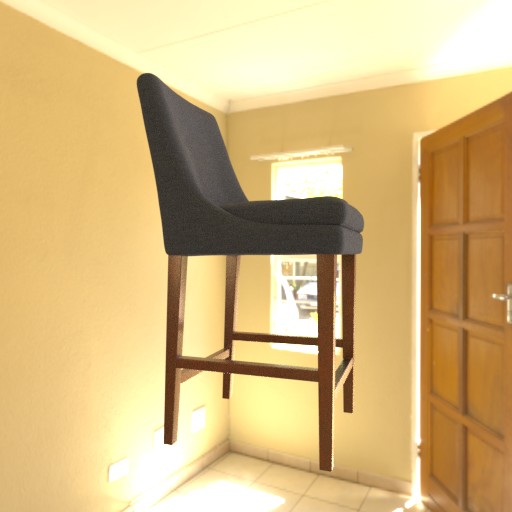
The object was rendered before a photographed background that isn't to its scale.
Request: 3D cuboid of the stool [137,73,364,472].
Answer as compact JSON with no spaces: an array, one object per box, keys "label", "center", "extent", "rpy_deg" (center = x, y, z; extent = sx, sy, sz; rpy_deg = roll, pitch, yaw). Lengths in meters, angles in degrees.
[{"label":"stool","center":[0.000,0.000,1.288],"extent":[0.577,0.981,0.470],"rpy_deg":[0,1,19]}]
